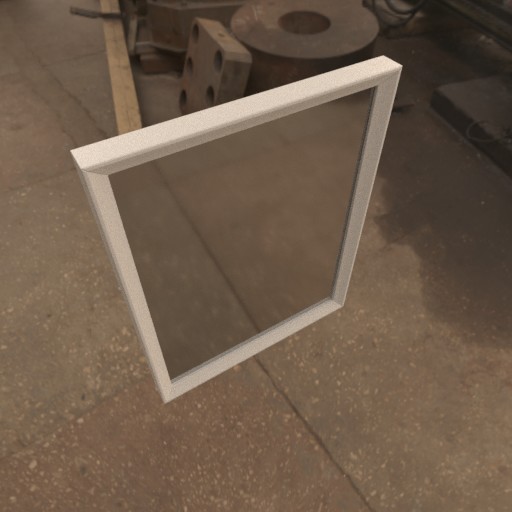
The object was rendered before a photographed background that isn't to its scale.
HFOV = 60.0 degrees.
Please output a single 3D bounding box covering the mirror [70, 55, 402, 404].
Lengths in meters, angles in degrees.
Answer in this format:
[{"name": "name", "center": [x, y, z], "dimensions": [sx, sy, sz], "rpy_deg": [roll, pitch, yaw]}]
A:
[{"name": "mirror", "center": [0.000, 0.000, 0.681], "dimensions": [0.406, 0.509, 0.041], "rpy_deg": [-24, 52, -21]}]
